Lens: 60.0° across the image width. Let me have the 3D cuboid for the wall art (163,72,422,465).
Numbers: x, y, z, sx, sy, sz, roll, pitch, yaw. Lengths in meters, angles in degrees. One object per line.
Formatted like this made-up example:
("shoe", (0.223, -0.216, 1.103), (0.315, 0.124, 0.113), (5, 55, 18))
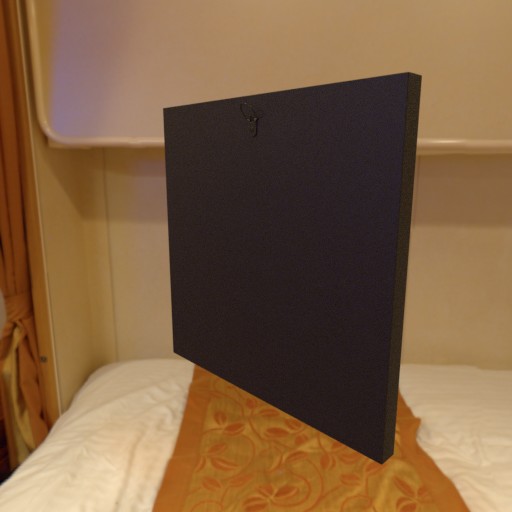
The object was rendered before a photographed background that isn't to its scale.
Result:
("wall art", (0.000, 0.000, 0.507), (0.038, 0.349, 0.349), (-12, 17, -43))
